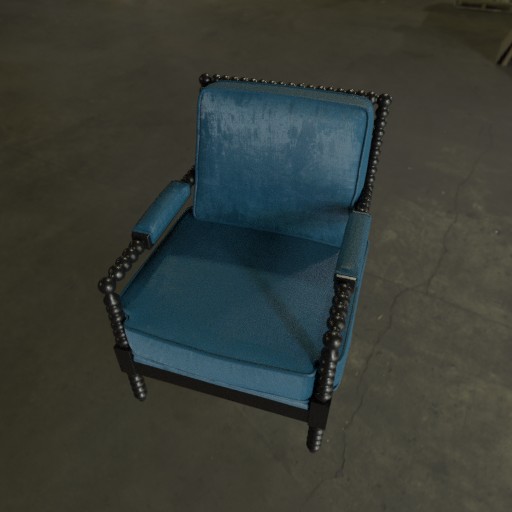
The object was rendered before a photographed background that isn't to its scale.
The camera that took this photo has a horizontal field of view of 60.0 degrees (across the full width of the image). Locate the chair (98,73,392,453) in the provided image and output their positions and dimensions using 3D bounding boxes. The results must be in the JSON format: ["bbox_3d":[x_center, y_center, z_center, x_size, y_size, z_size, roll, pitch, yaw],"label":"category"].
[{"bbox_3d":[0.000,0.000,1.424,0.688,0.857,0.805,12,42,13],"label":"chair"}]
